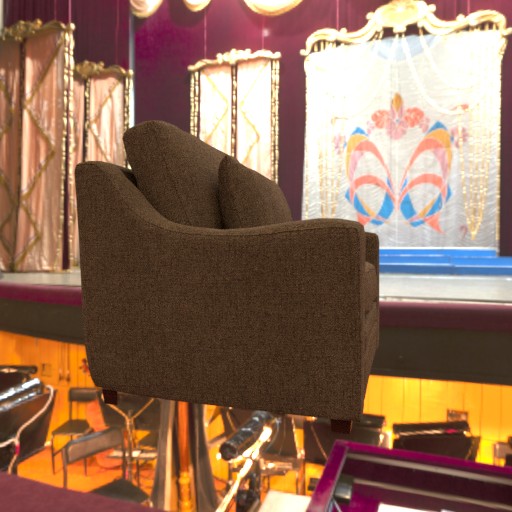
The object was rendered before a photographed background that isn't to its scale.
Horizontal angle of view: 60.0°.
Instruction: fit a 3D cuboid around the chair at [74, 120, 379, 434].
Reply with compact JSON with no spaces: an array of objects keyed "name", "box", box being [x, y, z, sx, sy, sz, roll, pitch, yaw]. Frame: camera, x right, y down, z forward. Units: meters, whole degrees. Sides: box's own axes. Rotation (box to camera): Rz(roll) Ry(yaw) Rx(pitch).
[{"name":"chair","box":[0.000,0.000,1.929,1.009,1.037,1.138,0,1,18]}]
